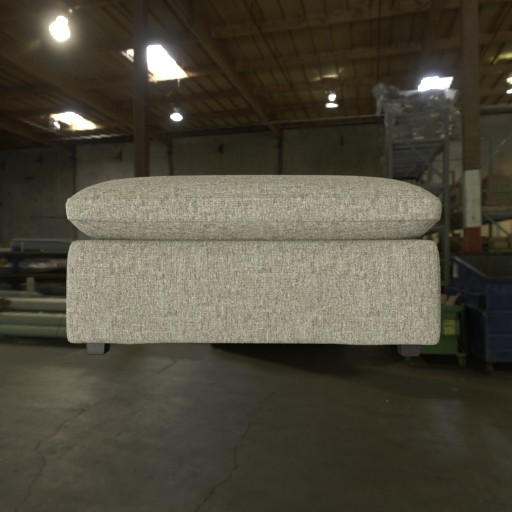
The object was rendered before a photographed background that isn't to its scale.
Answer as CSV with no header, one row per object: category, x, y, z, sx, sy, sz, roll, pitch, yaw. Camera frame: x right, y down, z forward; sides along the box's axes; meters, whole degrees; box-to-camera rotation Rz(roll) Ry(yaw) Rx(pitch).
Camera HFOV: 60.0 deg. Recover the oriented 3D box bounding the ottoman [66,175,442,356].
ottoman,0.000,0.000,1.644,1.035,0.526,1.039,0,1,1
